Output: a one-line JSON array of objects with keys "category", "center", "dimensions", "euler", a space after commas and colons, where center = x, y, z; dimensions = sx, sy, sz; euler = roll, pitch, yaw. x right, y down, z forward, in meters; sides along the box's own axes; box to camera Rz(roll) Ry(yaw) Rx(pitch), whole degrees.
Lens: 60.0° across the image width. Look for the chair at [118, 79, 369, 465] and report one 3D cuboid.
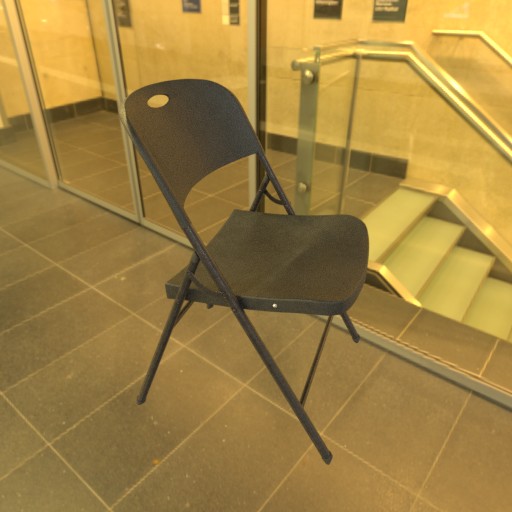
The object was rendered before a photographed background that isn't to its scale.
[{"category": "chair", "center": [0.000, 0.000, 1.156], "dimensions": [0.566, 0.810, 0.494], "euler": [11, 33, 17]}]
